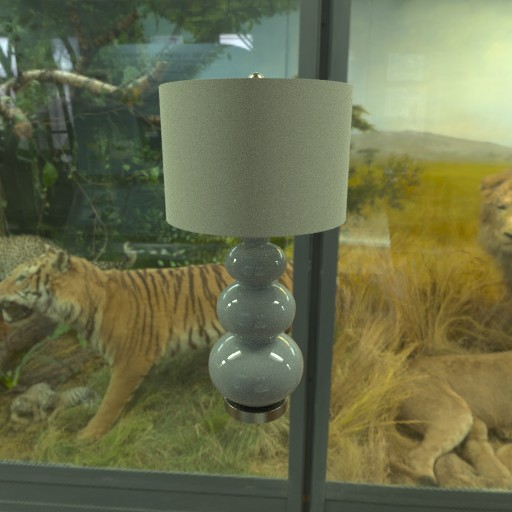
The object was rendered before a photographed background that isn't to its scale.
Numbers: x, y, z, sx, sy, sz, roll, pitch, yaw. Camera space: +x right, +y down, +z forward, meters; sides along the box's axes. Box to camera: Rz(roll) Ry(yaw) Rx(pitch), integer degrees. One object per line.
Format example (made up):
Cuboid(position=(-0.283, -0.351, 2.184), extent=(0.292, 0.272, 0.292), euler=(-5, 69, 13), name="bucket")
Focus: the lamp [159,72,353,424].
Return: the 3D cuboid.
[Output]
Cuboid(position=(0.000, 0.000, 0.949), extent=(0.367, 0.730, 0.367), euler=(-8, 18, -25), name="lamp")
